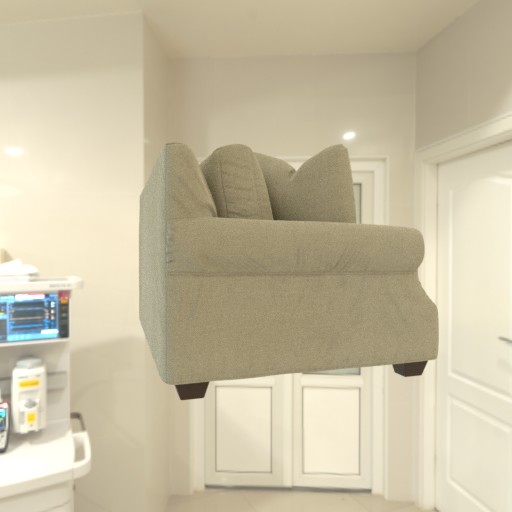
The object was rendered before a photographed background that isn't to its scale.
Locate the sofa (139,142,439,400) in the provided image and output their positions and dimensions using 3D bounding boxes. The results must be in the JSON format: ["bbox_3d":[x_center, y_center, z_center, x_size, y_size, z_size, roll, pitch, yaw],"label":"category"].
[{"bbox_3d":[0.000,0.000,2.211,1.070,0.905,1.550,0,1,-18],"label":"sofa"}]
